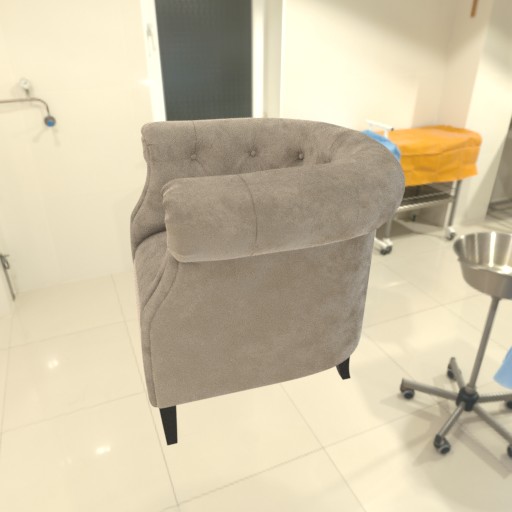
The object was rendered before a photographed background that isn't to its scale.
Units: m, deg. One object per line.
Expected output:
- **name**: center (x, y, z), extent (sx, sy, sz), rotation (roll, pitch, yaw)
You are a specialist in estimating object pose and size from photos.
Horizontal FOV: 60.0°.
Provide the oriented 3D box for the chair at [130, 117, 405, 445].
- **chair**: center (0.000, 0.000, 1.559), extent (0.851, 0.826, 0.904), rotation (-8, 29, -15)
